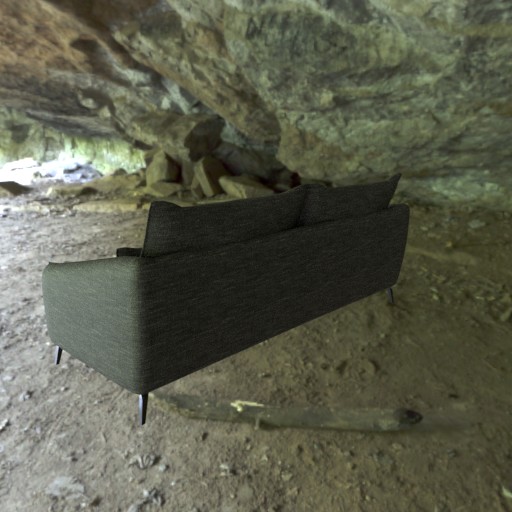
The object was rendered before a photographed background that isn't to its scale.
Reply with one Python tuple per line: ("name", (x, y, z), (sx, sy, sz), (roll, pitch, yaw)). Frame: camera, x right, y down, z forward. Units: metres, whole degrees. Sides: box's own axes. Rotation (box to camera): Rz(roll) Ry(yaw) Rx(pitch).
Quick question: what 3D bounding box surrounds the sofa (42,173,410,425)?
("sofa", (0.000, 0.000, 2.429), (2.019, 0.843, 0.807), (-14, 21, -42))
